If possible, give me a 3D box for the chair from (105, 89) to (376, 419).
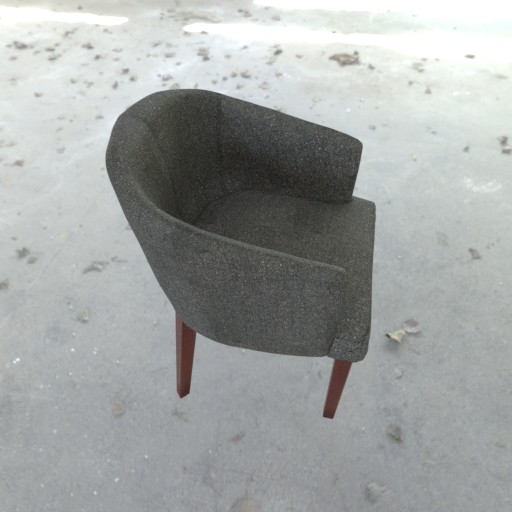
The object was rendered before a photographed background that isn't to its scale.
[{"bbox_3d":[0.000,0.000,1.263,0.655,0.811,0.583,9,47,9],"label":"chair"}]
